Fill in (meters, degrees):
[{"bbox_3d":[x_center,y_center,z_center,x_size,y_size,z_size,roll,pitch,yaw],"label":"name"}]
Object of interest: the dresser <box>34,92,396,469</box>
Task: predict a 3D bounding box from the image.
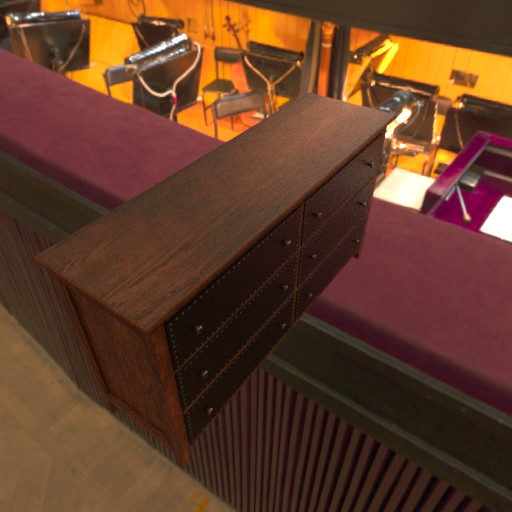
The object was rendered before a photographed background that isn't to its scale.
[{"bbox_3d":[0.000,0.000,1.930,0.463,0.856,1.551,25,47,26],"label":"dresser"}]
